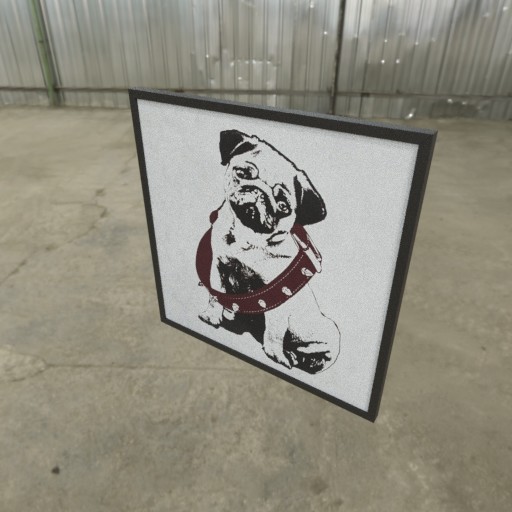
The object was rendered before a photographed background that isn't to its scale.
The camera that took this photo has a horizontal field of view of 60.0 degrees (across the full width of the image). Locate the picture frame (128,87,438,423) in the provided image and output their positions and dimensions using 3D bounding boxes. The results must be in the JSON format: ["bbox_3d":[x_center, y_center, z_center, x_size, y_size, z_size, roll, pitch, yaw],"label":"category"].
[{"bbox_3d":[0.000,0.000,1.180,0.775,0.775,0.032,19,36,28],"label":"picture frame"}]
